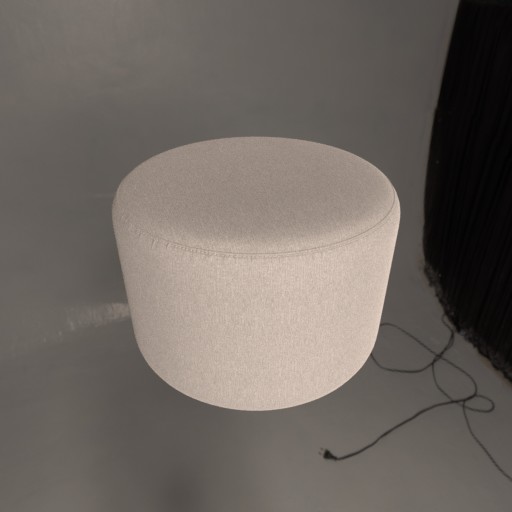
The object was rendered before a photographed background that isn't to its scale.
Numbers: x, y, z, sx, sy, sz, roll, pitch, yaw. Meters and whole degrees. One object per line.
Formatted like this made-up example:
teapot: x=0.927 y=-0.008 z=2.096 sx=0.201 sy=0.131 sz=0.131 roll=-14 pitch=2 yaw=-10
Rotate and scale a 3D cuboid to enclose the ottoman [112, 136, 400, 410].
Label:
ottoman: x=0.000 y=0.000 z=1.047 sx=0.608 sy=0.433 sz=0.608 roll=0 pitch=33 yaw=0
